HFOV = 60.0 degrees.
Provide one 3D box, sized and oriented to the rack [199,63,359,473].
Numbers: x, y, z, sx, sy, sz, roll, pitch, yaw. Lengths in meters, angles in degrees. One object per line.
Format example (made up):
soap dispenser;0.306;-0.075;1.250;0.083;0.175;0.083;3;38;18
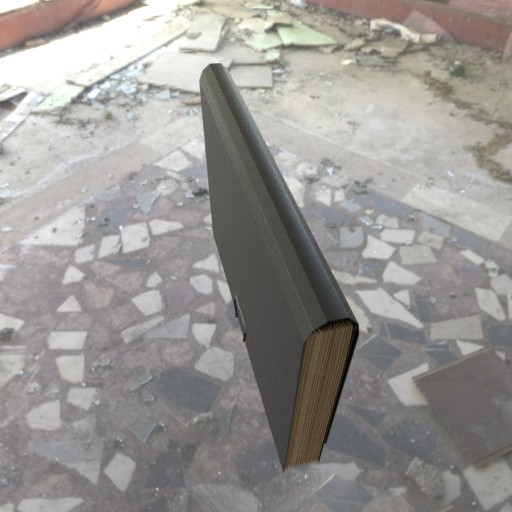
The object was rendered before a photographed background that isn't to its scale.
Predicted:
rack;0.000;0.000;0.436;0.041;0.241;0.330;-11;48;-10
